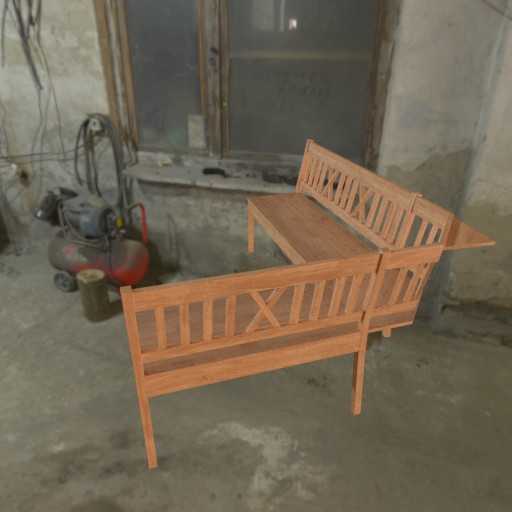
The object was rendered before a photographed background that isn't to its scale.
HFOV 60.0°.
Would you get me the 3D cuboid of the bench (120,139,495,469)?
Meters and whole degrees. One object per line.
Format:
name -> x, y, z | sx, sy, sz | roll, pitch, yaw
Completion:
bench -> 0.000, 0.000, 2.664 | 1.537, 0.902, 1.937 | -8, 28, -16
